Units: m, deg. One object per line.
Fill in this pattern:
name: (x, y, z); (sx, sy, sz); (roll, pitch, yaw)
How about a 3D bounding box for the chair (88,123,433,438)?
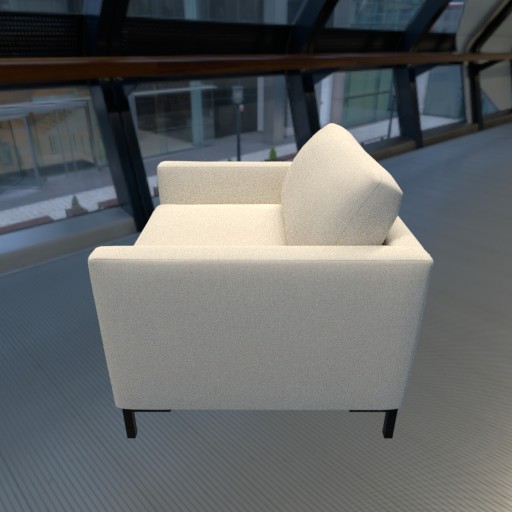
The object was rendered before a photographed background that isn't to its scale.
chair: (0.000, 0.000, 1.581); (0.875, 0.806, 0.964); (0, 26, 0)
